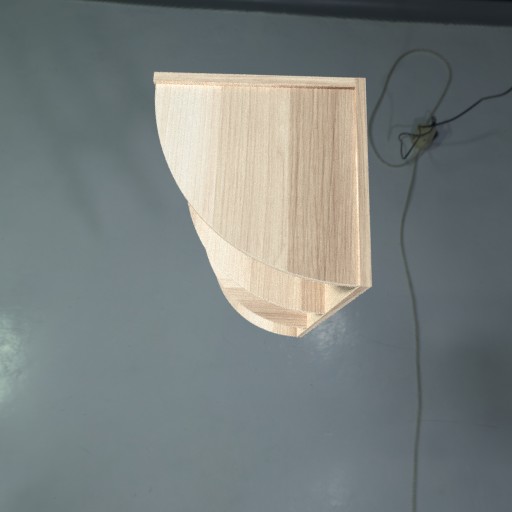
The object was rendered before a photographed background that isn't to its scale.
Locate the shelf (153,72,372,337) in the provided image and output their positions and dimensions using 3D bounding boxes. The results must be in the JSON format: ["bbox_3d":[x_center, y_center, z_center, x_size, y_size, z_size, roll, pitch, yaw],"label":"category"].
[{"bbox_3d":[0.000,0.000,0.995,0.290,0.872,0.290,2,76,0],"label":"shelf"}]
